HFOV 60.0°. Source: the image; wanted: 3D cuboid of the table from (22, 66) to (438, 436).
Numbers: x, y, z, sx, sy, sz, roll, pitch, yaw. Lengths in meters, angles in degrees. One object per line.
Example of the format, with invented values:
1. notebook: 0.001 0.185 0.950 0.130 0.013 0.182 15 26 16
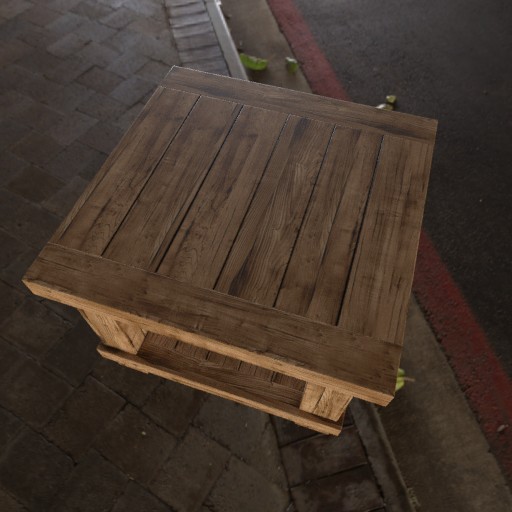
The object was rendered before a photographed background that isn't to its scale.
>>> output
1. table: 0.000 0.000 1.023 0.610 0.457 0.610 15 58 10
